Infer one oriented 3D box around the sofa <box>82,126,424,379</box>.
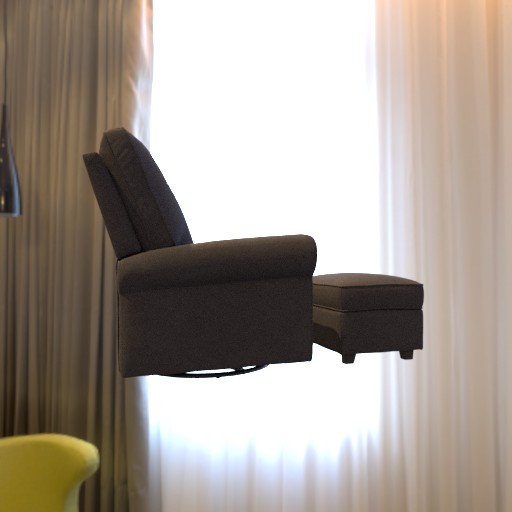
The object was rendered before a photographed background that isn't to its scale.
[{"bbox_3d":[0.000,0.000,2.080,1.478,0.959,0.880,0,-1,-17],"label":"sofa"}]
